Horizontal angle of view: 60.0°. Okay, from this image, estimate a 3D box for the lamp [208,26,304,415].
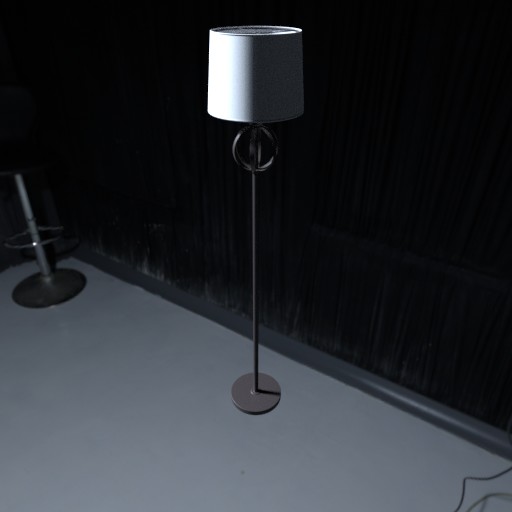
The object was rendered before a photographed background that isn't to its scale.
[{"bbox_3d":[0.000,0.000,1.605,0.286,1.462,0.286,21,37,30],"label":"lamp"}]
